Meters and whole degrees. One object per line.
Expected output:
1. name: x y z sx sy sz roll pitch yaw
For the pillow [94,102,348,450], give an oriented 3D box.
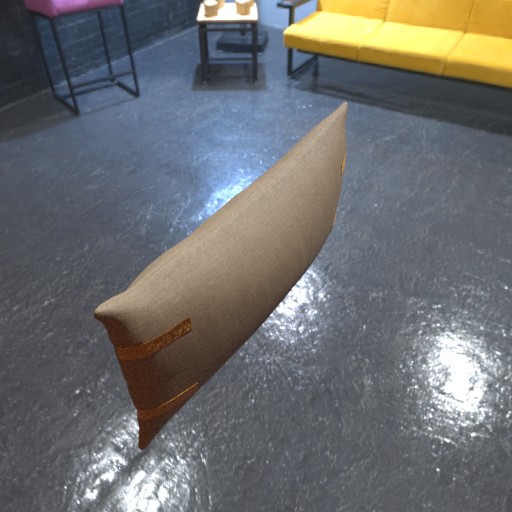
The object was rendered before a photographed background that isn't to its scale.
1. pillow: 0.000 0.000 0.734 0.148 0.308 0.612 24 48 24
